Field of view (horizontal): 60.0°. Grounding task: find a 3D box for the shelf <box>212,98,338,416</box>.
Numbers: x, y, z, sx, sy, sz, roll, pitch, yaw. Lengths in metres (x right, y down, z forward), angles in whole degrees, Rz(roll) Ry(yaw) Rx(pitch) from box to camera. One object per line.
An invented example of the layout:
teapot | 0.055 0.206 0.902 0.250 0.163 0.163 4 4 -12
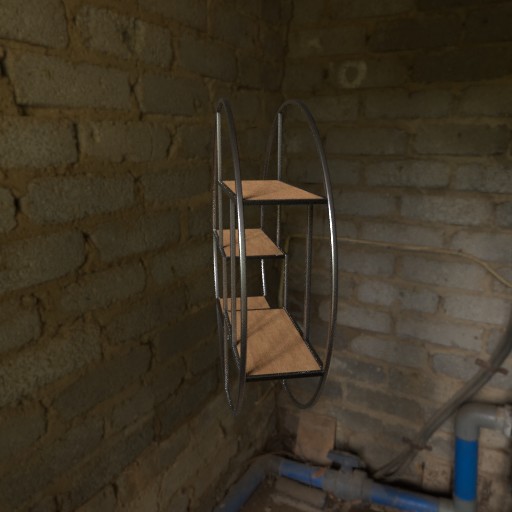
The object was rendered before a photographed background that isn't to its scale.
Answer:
shelf | 0.000 0.000 1.328 0.202 0.888 0.888 -2 14 -9
